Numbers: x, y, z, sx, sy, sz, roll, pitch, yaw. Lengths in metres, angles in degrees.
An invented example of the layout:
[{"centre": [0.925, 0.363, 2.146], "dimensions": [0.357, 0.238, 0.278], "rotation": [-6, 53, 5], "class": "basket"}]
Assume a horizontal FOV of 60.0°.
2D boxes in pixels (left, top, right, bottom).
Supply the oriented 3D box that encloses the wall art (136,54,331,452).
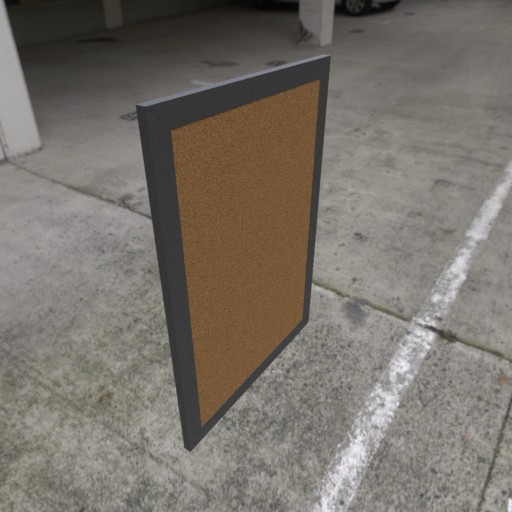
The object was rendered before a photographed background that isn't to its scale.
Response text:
[{"centre": [0.000, 0.000, 0.692], "dimensions": [0.013, 0.534, 0.380], "rotation": [21, 38, 29], "class": "wall art"}]
